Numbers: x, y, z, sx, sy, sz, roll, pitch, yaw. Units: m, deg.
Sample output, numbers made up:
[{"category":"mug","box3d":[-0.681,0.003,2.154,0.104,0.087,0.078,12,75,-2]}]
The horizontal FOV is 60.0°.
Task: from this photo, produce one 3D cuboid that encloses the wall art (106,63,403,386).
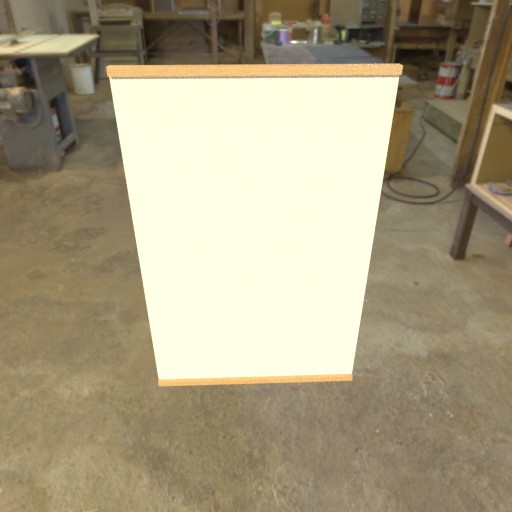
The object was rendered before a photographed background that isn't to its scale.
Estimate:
[{"category":"wall art","box3d":[0.000,0.000,1.892,0.991,1.510,0.040,-1,32,-2]}]
